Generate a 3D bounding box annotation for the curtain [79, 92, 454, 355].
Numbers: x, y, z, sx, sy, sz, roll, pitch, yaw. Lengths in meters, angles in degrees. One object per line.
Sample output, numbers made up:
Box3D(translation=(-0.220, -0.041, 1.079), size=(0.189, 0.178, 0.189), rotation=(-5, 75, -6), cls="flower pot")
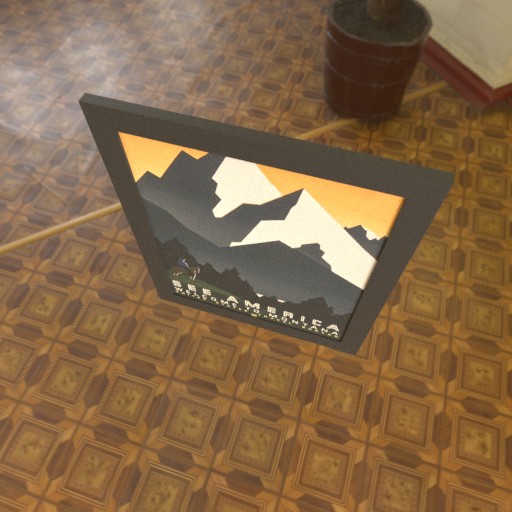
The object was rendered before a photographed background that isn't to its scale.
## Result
Box3D(translation=(0.000, 0.000, 0.803), size=(0.483, 0.585, 0.027), rotation=(15, 59, 9), cls="curtain")
